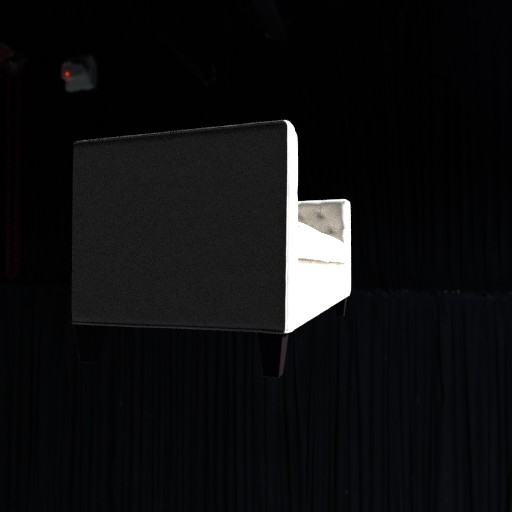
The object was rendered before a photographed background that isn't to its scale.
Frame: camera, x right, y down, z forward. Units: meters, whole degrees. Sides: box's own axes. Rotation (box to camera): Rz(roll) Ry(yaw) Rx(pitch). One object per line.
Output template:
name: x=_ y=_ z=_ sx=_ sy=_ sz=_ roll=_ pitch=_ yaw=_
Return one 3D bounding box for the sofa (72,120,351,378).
sofa: x=0.000 y=0.000 z=2.241 sx=0.775 sy=0.762 sz=1.778 roll=0 pitch=-1 yaw=18
